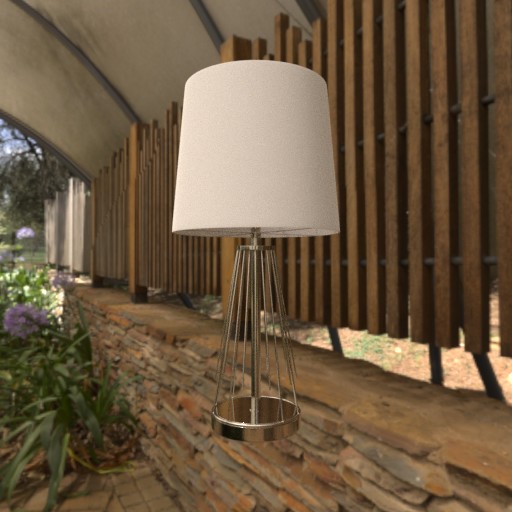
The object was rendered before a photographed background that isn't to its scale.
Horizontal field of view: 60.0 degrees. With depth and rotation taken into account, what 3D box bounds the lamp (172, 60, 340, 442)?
[{"bbox_3d":[0.000,0.000,0.814,0.303,0.618,0.303,0,-1,0],"label":"lamp"}]
